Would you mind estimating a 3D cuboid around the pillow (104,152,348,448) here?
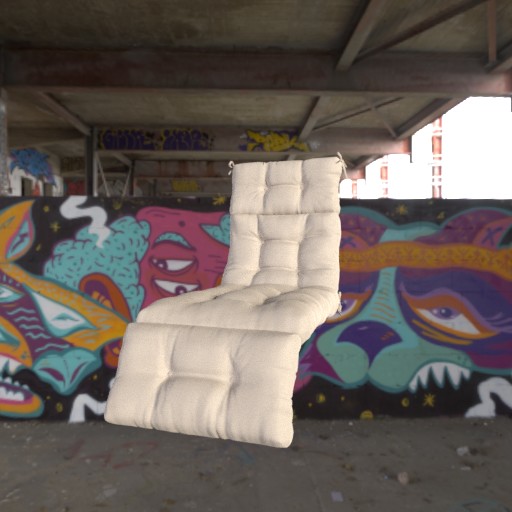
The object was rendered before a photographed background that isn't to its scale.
[{"bbox_3d":[0.000,0.000,1.504,0.526,0.863,1.016,0,0,18],"label":"pillow"}]
